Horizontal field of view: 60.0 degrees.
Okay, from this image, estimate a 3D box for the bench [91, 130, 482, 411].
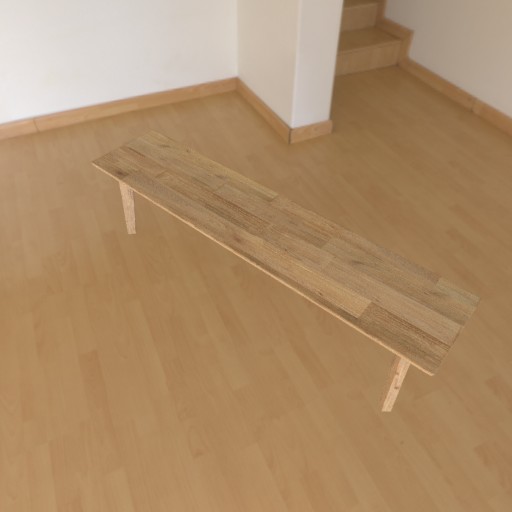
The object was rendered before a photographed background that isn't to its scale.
[{"bbox_3d":[0.000,0.000,1.943,1.698,0.431,0.378,31,54,27],"label":"bench"}]
